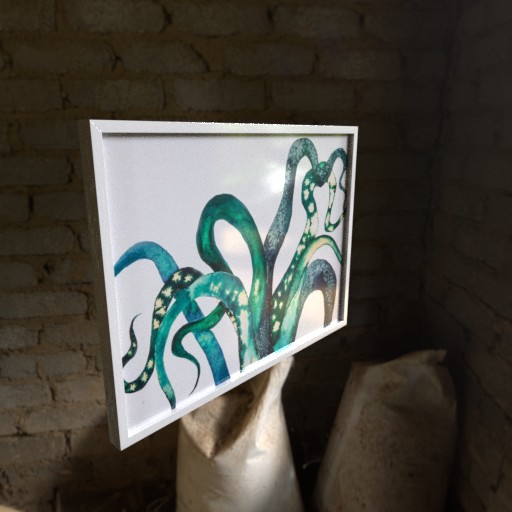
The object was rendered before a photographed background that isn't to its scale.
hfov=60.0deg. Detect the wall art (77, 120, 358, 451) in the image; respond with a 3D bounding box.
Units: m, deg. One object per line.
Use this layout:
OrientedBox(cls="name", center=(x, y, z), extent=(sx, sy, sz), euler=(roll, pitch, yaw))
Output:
OrientedBox(cls="wall art", center=(0.000, 0.000, 1.382), extent=(0.053, 0.787, 1.041), euler=(14, 21, 41))
